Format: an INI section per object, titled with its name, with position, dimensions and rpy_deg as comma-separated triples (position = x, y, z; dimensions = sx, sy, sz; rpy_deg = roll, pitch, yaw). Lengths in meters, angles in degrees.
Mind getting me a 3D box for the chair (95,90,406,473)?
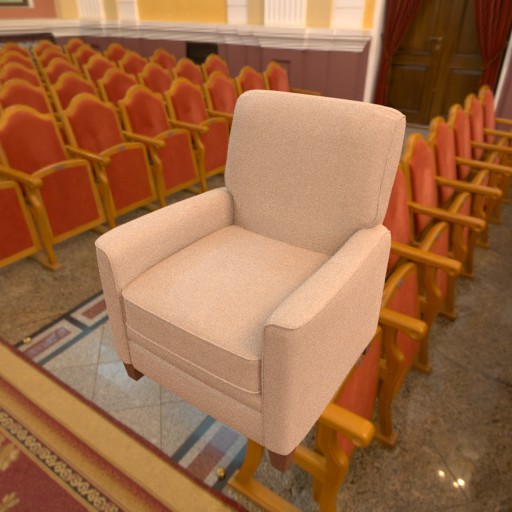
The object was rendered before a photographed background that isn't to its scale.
[chair]
position = 0.000, 0.000, 1.631
dimensions = 0.841, 1.023, 0.858
rpy_deg = 19, 35, 29
